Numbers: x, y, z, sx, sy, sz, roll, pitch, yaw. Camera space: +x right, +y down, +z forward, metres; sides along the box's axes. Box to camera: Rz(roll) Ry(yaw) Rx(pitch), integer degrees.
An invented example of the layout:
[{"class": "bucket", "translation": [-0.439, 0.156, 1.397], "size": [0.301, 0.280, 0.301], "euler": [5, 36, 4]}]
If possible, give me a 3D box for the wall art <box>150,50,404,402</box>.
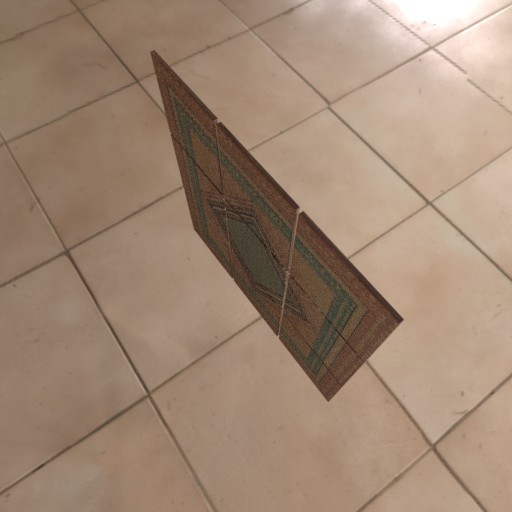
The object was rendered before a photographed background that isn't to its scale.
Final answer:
[{"class": "wall art", "translation": [0.000, 0.000, 1.397], "size": [0.013, 0.914, 0.915], "euler": [-33, 68, -16]}]
